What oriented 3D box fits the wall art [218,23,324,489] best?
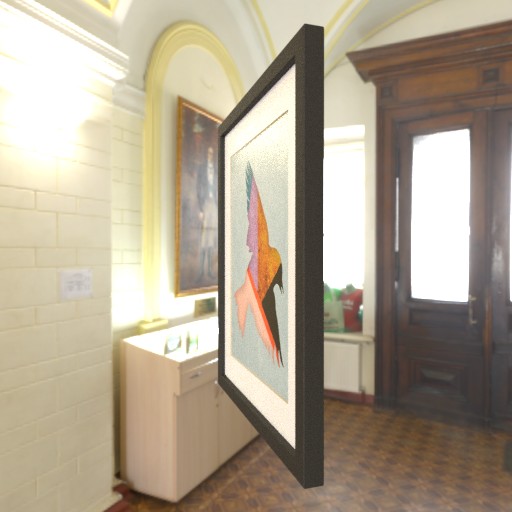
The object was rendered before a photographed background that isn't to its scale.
[{"bbox_3d":[0.000,0.000,0.752,0.028,0.558,0.457,0,0,-18],"label":"wall art"}]
